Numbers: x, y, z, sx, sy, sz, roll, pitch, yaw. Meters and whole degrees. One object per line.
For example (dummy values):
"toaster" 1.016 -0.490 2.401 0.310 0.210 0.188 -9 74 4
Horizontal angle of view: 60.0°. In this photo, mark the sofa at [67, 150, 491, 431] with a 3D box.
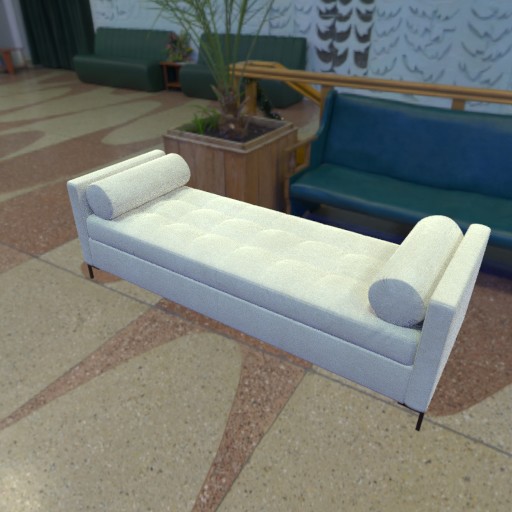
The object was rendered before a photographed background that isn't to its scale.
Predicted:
"sofa" 0.000 0.000 2.278 1.981 0.635 0.686 19 36 28
